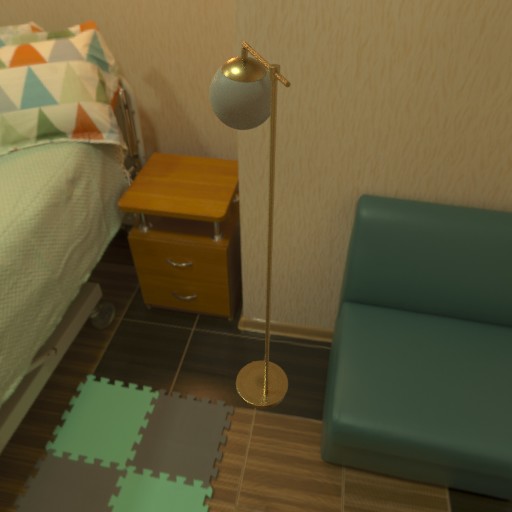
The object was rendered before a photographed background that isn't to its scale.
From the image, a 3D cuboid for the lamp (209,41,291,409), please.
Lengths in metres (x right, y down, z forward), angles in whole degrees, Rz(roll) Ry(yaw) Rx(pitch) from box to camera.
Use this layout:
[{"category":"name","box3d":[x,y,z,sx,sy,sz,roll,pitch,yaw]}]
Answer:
[{"category":"lamp","box3d":[0.000,0.000,1.710,0.249,1.505,0.476,-13,43,-14]}]
